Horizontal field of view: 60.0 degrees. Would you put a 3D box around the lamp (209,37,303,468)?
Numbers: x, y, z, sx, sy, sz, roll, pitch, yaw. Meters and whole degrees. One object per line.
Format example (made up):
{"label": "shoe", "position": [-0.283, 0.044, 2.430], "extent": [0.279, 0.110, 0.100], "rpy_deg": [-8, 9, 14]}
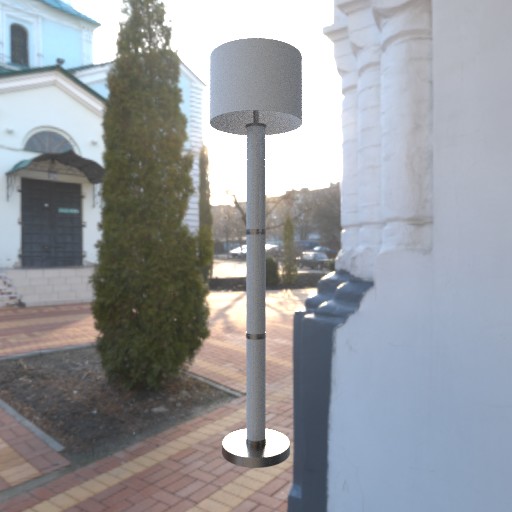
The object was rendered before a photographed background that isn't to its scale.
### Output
{"label": "lamp", "position": [0.000, 0.000, 1.802], "extent": [0.377, 1.599, 0.377], "rpy_deg": [-1, 1, -36]}
